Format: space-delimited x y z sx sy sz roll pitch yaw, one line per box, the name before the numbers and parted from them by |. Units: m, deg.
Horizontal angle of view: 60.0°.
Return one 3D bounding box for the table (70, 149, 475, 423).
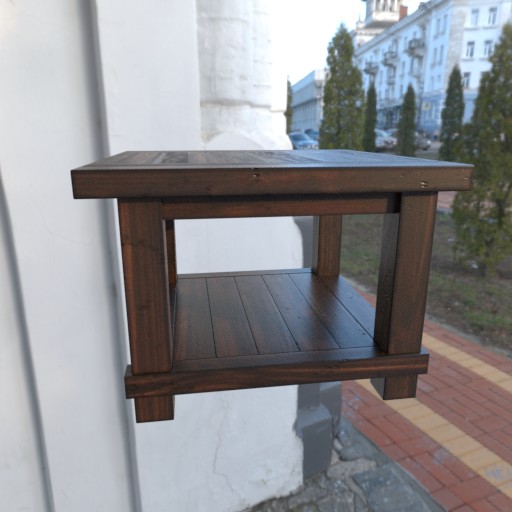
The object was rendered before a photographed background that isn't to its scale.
table | 0.000 0.000 0.992 0.606 0.437 0.593 -2 16 -8
